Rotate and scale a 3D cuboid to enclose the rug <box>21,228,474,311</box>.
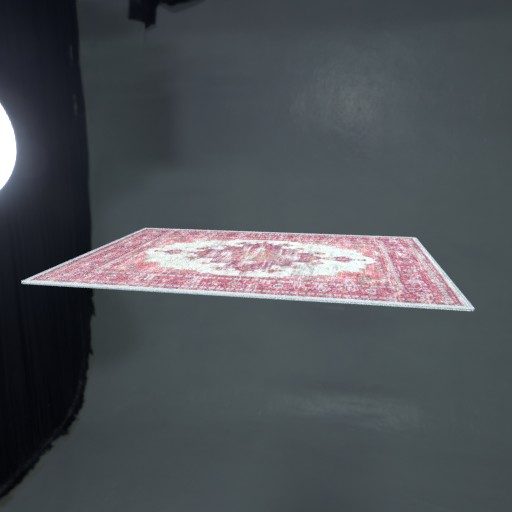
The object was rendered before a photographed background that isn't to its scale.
[{"bbox_3d":[0.000,0.000,2.249,1.747,0.011,1.217,3,14,10],"label":"rug"}]
